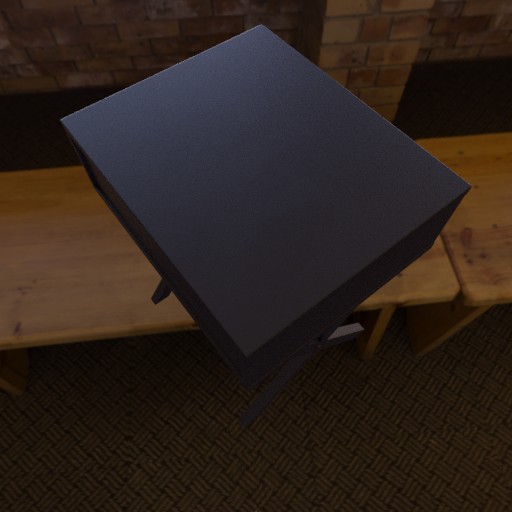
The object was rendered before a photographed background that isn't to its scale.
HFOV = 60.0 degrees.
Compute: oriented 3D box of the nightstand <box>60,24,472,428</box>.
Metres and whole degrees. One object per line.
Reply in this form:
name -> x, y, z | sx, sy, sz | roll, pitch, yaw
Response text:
nightstand -> 0.000, 0.000, 0.927 | 0.402, 0.623, 0.479 | -34, 66, -18
